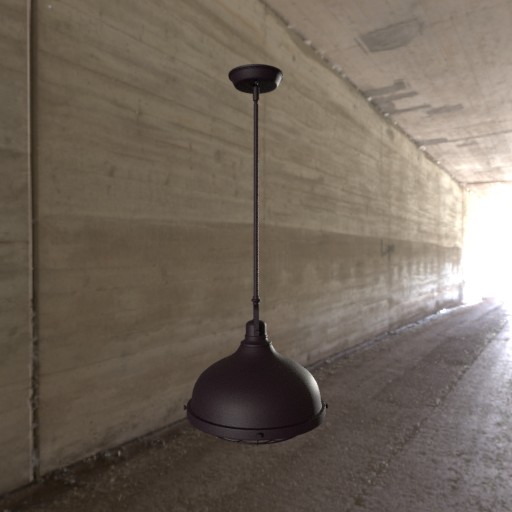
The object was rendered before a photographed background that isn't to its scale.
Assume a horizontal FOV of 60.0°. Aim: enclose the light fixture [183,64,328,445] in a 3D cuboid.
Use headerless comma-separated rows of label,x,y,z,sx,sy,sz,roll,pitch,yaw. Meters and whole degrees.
light fixture,0.000,0.000,1.047,0.341,0.849,0.341,0,1,-2
